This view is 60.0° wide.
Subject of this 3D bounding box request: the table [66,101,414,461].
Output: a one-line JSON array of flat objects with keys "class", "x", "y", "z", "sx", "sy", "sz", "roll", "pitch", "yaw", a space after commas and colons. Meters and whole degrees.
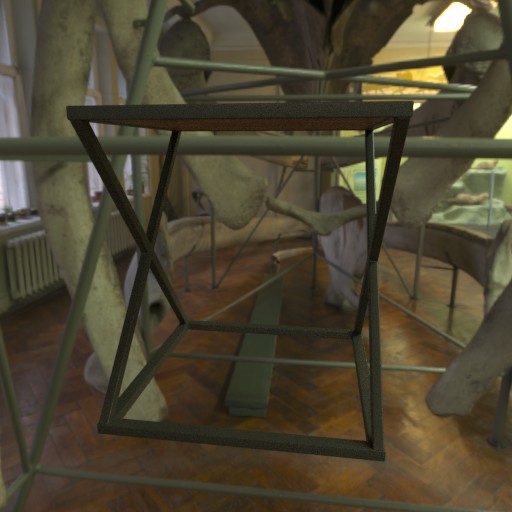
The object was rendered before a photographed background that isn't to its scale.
[{"class": "table", "x": 0.000, "y": 0.000, "z": 0.932, "sx": 0.500, "sy": 0.565, "sz": 0.500, "roll": 2, "pitch": 14, "yaw": 8}]
